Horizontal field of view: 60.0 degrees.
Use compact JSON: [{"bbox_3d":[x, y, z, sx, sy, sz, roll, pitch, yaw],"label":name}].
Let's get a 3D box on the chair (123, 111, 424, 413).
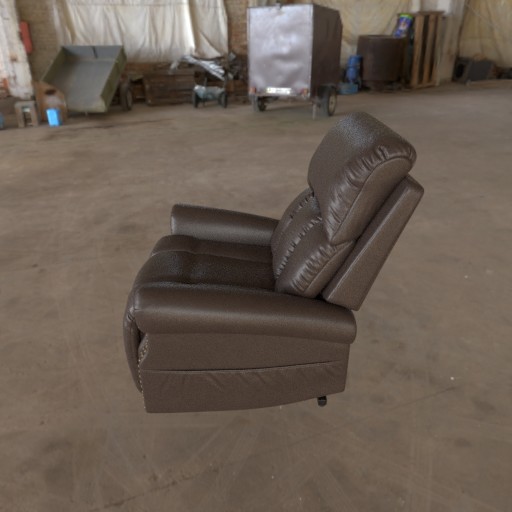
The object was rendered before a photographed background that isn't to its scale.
[{"bbox_3d":[0.000,0.000,1.747,0.978,1.028,0.869,0,27,-1],"label":"chair"}]
